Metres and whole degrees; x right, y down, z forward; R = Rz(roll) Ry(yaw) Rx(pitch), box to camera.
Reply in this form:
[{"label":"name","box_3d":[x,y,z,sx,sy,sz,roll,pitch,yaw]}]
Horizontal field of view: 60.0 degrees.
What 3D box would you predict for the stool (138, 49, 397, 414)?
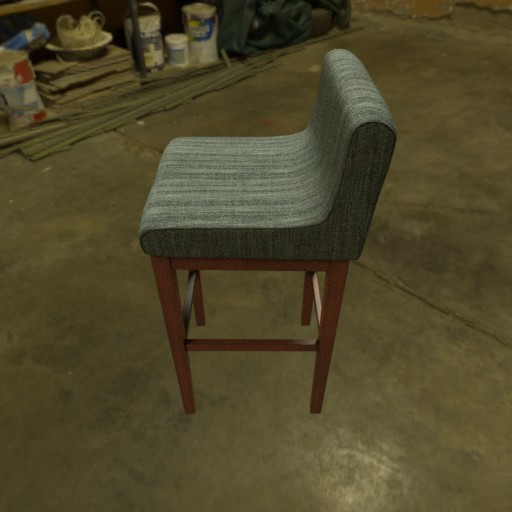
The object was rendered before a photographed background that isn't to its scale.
[{"label":"stool","box_3d":[0.000,0.000,1.210,0.499,0.965,0.426,0,40,0]}]
